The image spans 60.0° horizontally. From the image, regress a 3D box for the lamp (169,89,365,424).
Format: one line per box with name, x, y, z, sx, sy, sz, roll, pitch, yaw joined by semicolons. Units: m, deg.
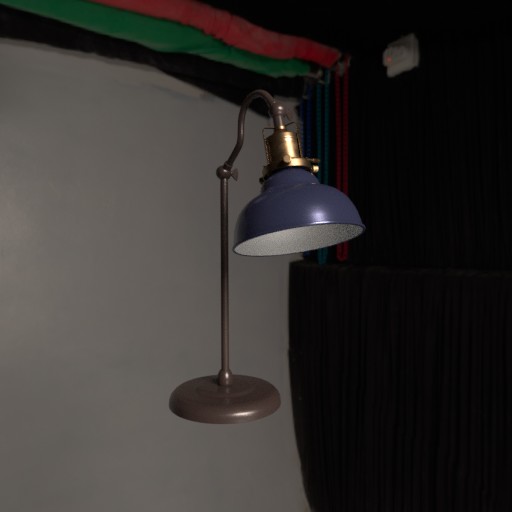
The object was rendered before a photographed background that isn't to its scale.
lamp;0.000;0.000;0.687;0.192;0.508;0.374;-1;2;-36
